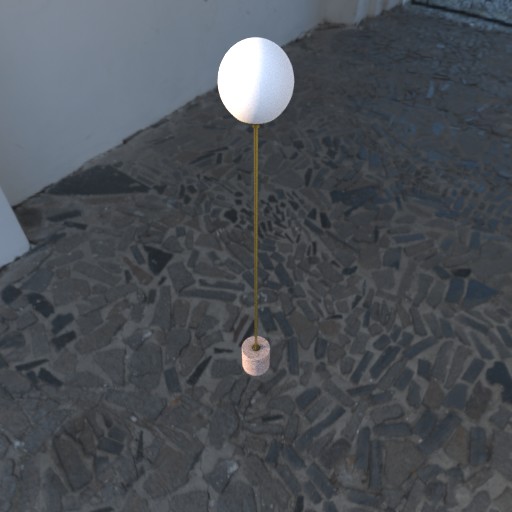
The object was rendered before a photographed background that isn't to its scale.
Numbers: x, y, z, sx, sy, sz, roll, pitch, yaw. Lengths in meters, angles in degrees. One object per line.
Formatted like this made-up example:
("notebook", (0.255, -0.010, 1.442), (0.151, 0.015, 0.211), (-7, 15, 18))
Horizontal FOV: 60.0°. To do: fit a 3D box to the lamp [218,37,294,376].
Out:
("lamp", (0.000, 0.000, 1.876), (0.229, 1.748, 0.229), (-32, 54, -27))
